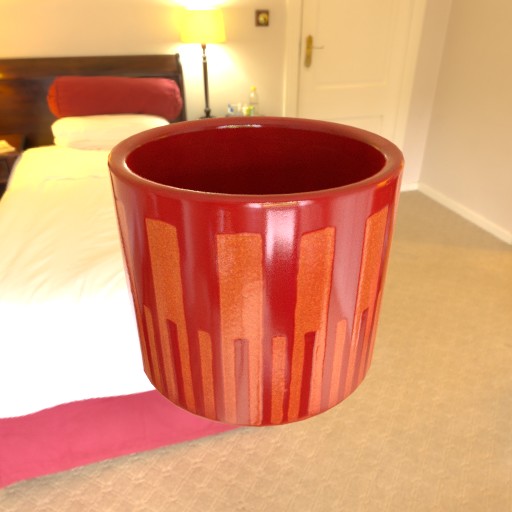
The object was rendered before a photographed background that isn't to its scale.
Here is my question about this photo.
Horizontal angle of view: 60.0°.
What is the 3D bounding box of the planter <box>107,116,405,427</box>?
[{"bbox_3d":[0.000,0.000,0.403,0.230,0.202,0.230,0,29,0],"label":"planter"}]
